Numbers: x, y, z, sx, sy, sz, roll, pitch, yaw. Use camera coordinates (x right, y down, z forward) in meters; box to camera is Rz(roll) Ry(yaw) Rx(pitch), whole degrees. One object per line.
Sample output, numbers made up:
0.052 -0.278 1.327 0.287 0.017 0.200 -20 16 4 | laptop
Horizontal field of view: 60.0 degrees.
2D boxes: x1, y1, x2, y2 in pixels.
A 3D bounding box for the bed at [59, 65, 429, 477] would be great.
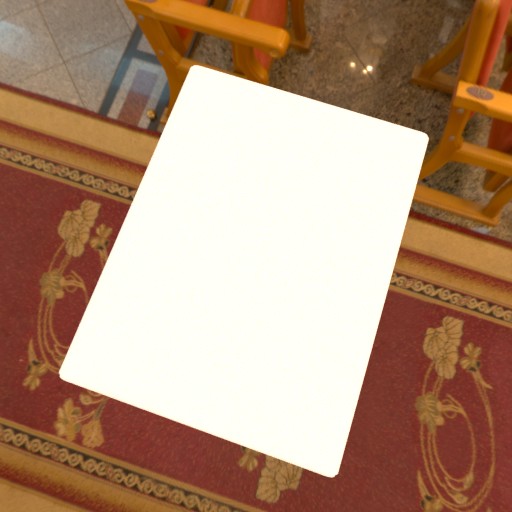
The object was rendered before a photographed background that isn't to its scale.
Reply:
0.000 0.000 2.682 1.536 0.431 2.016 18 77 4 | bed
